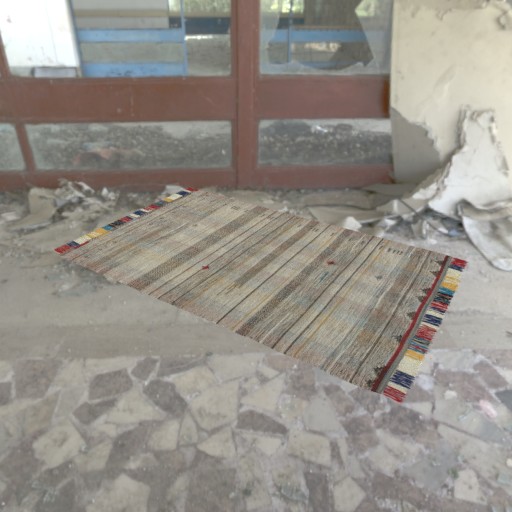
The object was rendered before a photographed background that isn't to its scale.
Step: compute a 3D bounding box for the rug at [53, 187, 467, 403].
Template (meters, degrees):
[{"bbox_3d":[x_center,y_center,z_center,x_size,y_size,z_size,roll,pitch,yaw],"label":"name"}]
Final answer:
[{"bbox_3d":[0.000,0.000,2.996,2.465,0.012,1.465,18,35,28],"label":"rug"}]
